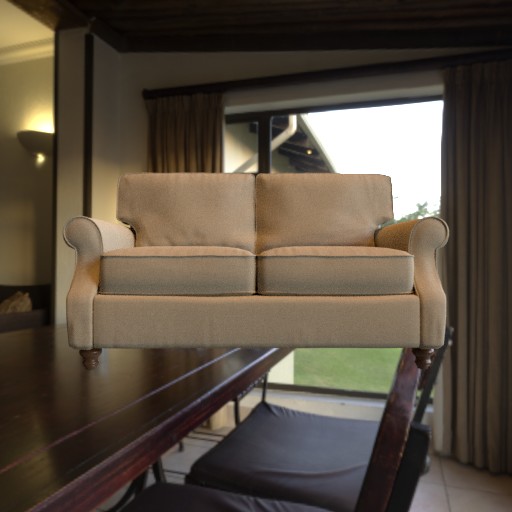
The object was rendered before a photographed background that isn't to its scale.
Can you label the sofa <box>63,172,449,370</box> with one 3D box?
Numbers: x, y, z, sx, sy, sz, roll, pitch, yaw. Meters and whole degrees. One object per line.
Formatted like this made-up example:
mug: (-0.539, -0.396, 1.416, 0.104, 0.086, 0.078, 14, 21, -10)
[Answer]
sofa: (0.000, 0.000, 2.221, 1.665, 0.937, 0.964, 0, 0, 0)
